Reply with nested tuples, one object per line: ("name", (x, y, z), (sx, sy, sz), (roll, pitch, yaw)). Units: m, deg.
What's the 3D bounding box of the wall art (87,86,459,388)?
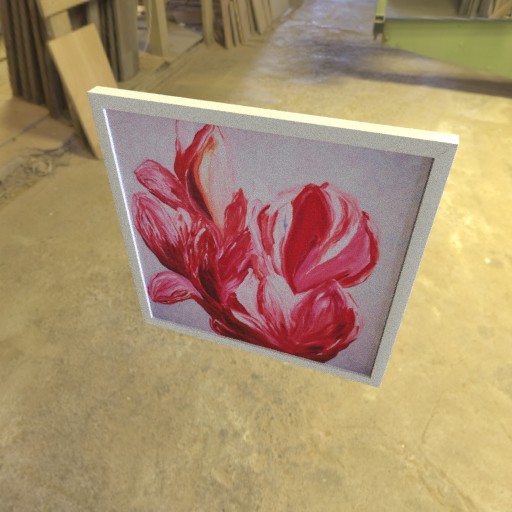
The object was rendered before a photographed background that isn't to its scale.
("wall art", (0.000, 0.000, 0.674), (0.455, 0.453, 0.023), (13, 42, 14))
